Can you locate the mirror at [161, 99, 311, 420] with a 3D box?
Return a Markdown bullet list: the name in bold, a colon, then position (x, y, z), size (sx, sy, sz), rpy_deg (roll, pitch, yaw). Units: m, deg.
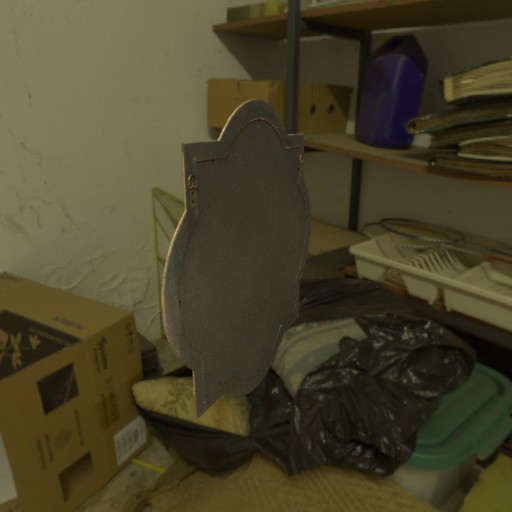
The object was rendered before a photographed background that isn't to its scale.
- **mirror**: position (0.000, 0.000, 1.056), size (0.019, 0.686, 0.686), rpy_deg (9, 19, 26)
